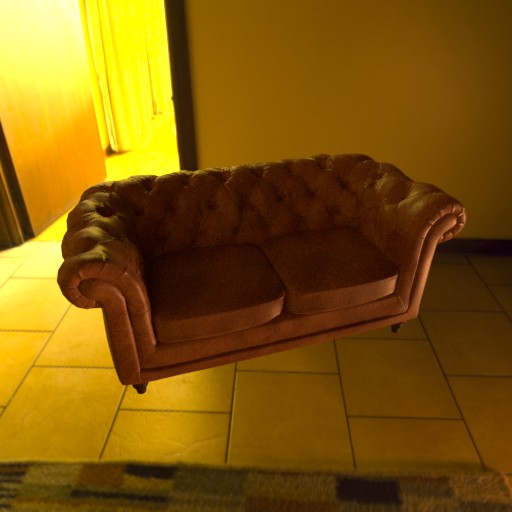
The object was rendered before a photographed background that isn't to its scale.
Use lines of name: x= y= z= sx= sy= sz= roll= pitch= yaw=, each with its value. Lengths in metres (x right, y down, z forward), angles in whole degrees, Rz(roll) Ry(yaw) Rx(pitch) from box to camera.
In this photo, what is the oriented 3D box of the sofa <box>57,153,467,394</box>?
sofa: x=0.000 y=0.000 z=2.569 sx=1.979 sy=0.877 sz=1.042 roll=-10 pitch=33 yaw=-15
